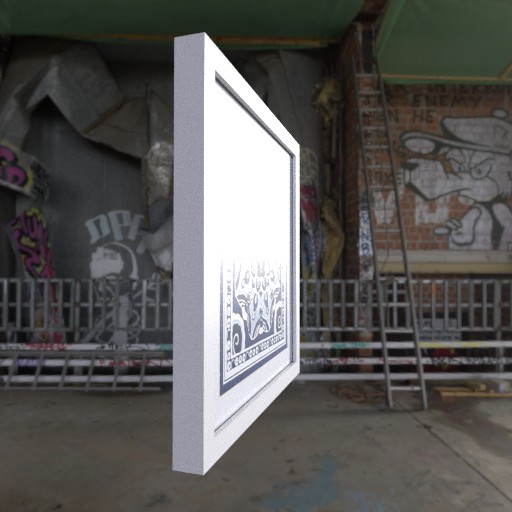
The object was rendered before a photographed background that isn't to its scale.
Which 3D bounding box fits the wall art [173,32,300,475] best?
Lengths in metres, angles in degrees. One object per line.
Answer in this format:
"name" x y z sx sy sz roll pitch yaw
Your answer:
"wall art" 0.000 0.000 0.528 0.027 0.355 0.355 0 -1 18
